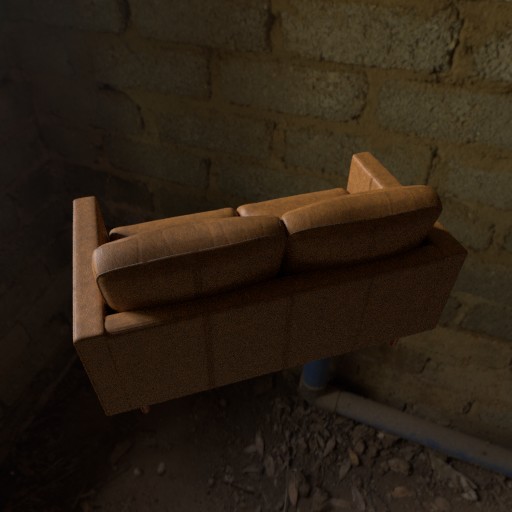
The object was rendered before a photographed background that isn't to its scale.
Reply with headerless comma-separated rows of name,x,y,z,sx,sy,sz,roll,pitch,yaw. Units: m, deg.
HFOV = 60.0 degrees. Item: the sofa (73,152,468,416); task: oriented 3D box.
sofa,0.000,0.000,2.132,1.578,0.951,0.909,-12,44,-12
